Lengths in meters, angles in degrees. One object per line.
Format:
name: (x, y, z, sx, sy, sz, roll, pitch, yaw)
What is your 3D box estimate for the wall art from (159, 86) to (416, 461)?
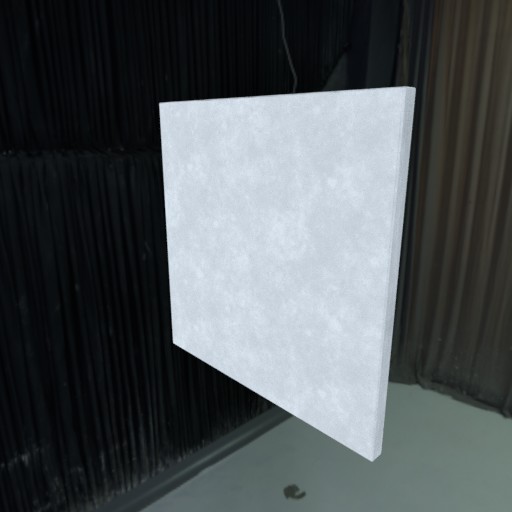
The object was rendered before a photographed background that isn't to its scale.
wall art: (0.000, 0.000, 0.448, 0.015, 0.303, 0.303, -15, 22, -42)
